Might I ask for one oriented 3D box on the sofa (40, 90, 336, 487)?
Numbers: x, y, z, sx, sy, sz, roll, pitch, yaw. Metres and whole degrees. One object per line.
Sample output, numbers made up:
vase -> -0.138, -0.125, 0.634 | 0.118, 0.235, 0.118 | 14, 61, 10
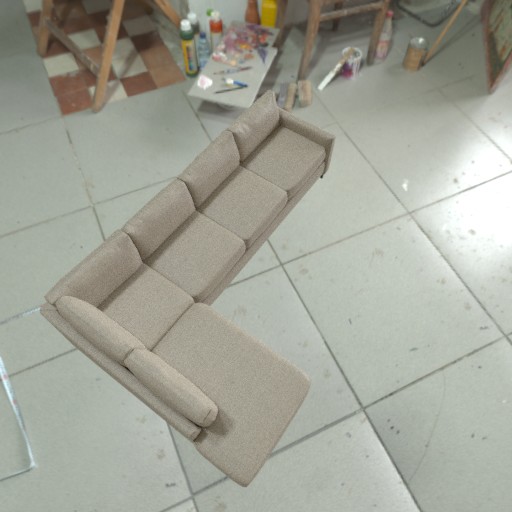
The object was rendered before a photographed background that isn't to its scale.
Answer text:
sofa -> 0.000, 0.000, 3.100 | 1.617, 0.703, 2.423 | 32, 64, 17
